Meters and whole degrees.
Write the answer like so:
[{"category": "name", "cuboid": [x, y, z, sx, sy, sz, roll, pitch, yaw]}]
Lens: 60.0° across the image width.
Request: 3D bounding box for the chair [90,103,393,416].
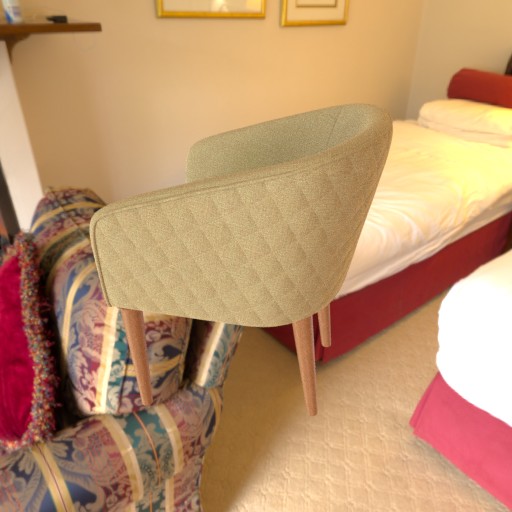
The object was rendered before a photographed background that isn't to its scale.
[{"category": "chair", "cuboid": [0.000, 0.000, 1.208, 0.616, 0.775, 0.584, 8, 31, 13]}]
